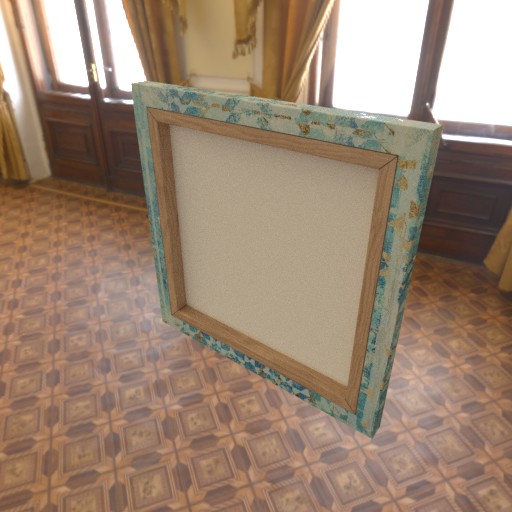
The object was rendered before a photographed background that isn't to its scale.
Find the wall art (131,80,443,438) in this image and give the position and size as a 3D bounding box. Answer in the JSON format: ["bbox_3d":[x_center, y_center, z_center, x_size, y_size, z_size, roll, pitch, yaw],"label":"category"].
[{"bbox_3d":[0.000,0.000,0.899,0.609,0.609,0.040,21,36,32],"label":"wall art"}]
